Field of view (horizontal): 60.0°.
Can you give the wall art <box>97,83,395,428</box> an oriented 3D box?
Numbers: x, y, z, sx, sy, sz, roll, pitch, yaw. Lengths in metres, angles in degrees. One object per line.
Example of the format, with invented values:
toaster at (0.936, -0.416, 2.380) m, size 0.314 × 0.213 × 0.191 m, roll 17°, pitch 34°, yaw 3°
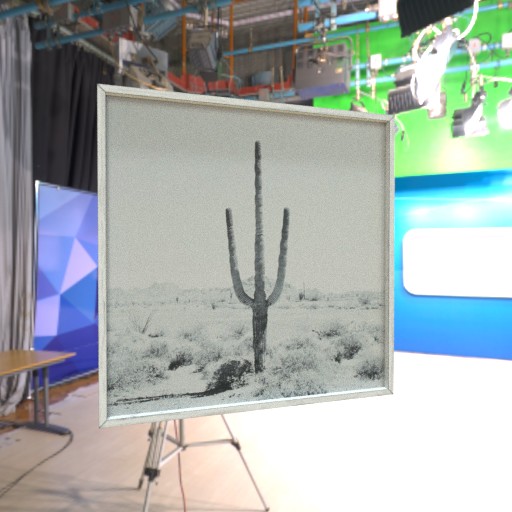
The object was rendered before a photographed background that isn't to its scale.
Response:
wall art at (0.000, 0.000, 0.456) m, size 0.305 × 0.305 × 0.038 m, roll 0°, pitch 1°, yaw -18°
